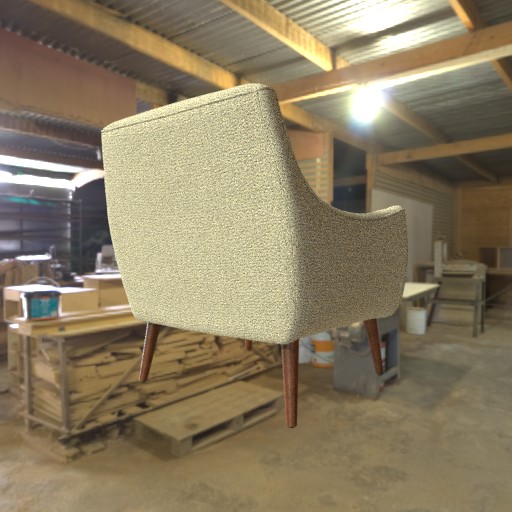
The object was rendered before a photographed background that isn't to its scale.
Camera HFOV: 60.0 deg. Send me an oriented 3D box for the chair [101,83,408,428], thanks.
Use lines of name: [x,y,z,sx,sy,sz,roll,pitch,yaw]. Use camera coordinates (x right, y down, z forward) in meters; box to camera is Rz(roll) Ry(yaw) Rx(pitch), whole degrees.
chair: [0.000,0.000,1.465,0.762,0.838,0.787,1,2,38]
